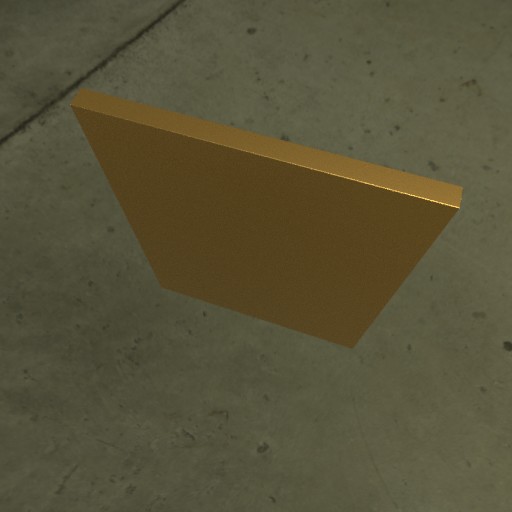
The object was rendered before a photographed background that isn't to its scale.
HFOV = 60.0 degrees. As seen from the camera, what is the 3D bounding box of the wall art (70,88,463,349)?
[{"bbox_3d":[0.000,0.000,1.008,0.610,0.762,0.038,17,65,8],"label":"wall art"}]
